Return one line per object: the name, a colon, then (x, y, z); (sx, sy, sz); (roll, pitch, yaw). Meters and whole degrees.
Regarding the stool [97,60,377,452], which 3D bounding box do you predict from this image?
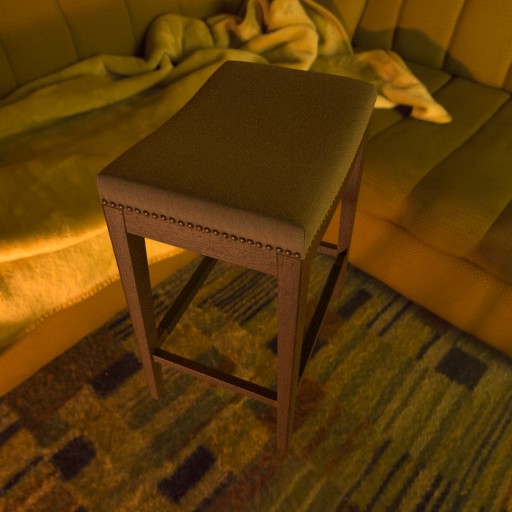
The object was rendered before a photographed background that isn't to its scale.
stool: (0.000, 0.000, 0.984); (0.356, 0.660, 0.508); (16, 47, 15)
